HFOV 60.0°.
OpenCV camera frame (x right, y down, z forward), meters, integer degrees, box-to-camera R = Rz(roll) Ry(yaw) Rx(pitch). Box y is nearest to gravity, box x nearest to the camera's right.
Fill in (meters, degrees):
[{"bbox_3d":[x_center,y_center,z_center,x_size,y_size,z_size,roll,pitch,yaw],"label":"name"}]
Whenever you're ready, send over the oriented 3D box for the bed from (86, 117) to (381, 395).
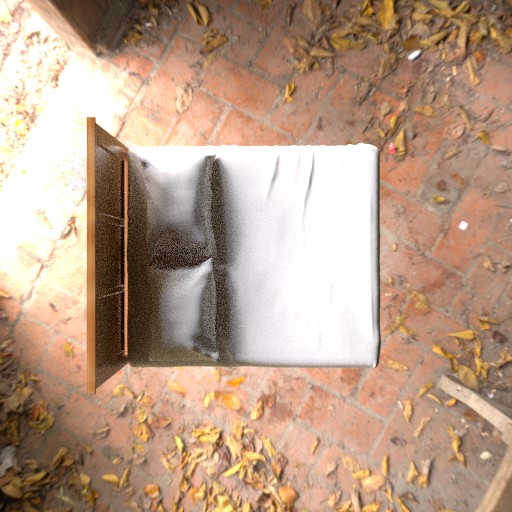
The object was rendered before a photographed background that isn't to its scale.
[{"bbox_3d":[0.000,0.000,3.250,2.035,1.273,1.870,0,90,1],"label":"bed"}]
